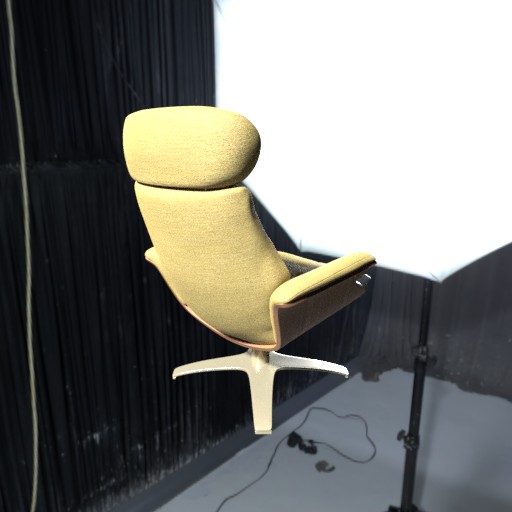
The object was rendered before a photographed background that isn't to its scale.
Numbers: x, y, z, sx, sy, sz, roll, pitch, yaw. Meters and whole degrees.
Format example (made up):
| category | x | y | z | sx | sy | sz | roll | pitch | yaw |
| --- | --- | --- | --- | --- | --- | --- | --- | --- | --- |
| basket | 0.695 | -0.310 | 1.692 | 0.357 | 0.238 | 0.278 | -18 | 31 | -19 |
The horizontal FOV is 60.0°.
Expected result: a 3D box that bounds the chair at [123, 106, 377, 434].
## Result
| category | x | y | z | sx | sy | sz | roll | pitch | yaw |
| --- | --- | --- | --- | --- | --- | --- | --- | --- | --- |
| chair | 0.000 | 0.000 | 1.612 | 0.837 | 0.995 | 0.785 | -14 | 21 | -43 |
